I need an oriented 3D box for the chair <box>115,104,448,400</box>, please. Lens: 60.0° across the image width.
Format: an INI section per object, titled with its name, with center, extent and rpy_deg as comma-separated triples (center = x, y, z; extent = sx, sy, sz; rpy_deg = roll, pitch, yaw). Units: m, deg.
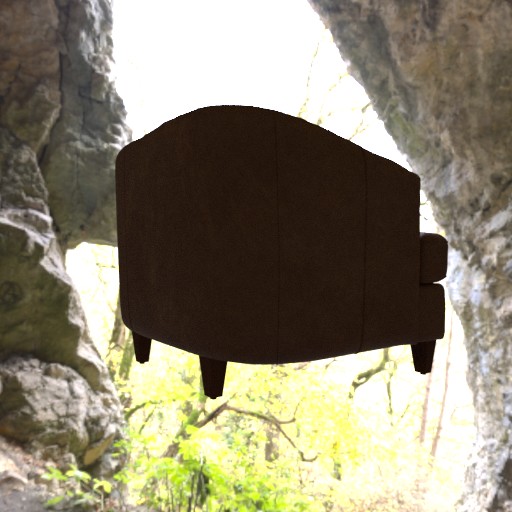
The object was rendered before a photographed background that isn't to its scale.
[chair]
center = 0.000, 0.000, 1.722
extent = 0.911, 0.836, 1.119
rpy_deg = 0, 0, -37
